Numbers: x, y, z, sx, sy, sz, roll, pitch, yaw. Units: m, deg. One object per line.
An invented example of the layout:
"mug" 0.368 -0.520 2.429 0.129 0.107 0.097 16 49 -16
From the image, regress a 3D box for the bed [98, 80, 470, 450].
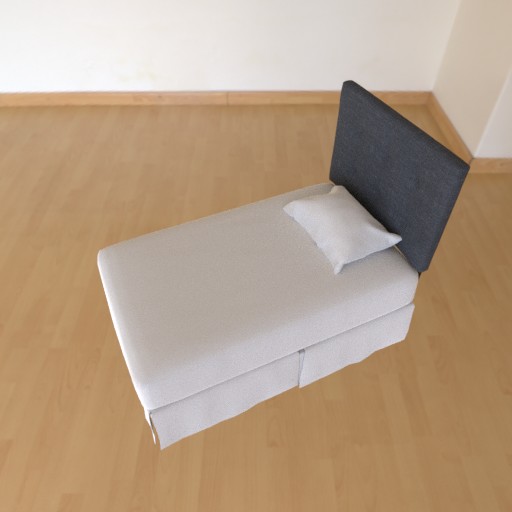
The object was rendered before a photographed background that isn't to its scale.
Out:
"bed" 0.000 0.000 2.945 1.997 1.571 1.261 -18 49 -17
